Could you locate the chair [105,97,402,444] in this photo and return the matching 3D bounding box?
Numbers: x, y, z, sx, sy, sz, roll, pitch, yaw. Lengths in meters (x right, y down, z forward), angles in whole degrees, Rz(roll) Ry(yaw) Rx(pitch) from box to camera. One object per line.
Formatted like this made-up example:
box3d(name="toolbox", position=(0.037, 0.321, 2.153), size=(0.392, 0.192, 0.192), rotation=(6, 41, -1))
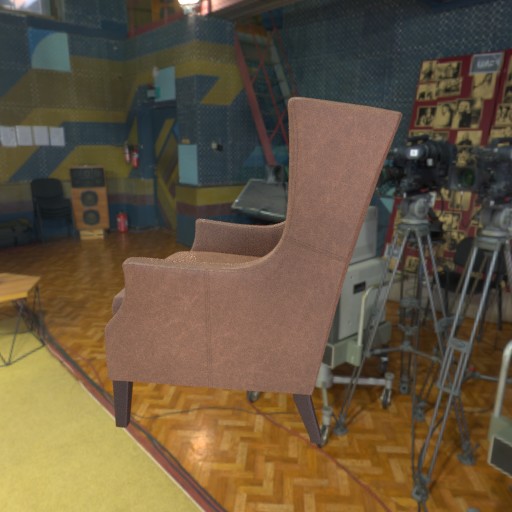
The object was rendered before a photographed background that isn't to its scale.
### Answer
box3d(name="chair", position=(0.000, 0.000, 1.704), size=(0.913, 1.088, 0.815), rotation=(2, 15, 9))
